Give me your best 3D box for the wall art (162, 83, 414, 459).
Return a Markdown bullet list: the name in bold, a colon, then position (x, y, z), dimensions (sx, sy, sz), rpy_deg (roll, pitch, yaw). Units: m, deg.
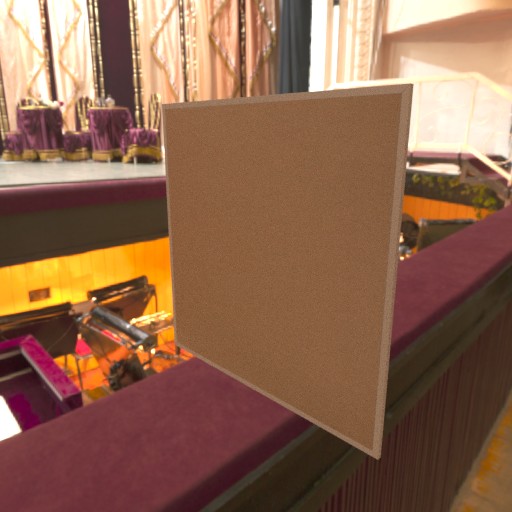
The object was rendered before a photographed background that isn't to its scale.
- **wall art**: position (0.000, 0.000, 1.192), dimensions (0.012, 0.809, 0.809), rpy_deg (-15, 21, -43)
